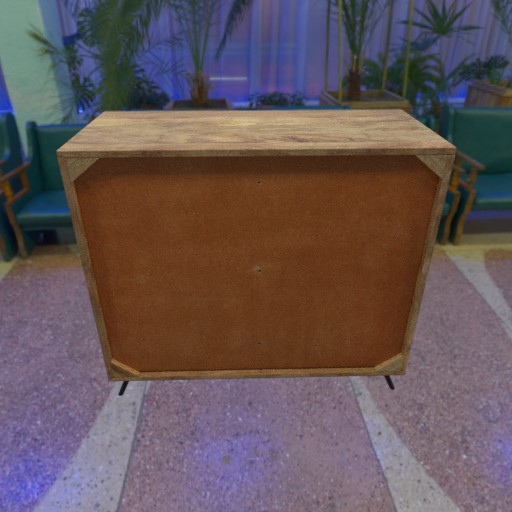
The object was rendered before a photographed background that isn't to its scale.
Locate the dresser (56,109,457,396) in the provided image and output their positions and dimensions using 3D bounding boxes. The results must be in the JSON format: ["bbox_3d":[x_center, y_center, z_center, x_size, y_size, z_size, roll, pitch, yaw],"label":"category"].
[{"bbox_3d":[0.000,0.000,1.461,0.967,0.847,0.446,-1,30,-1],"label":"dresser"}]
